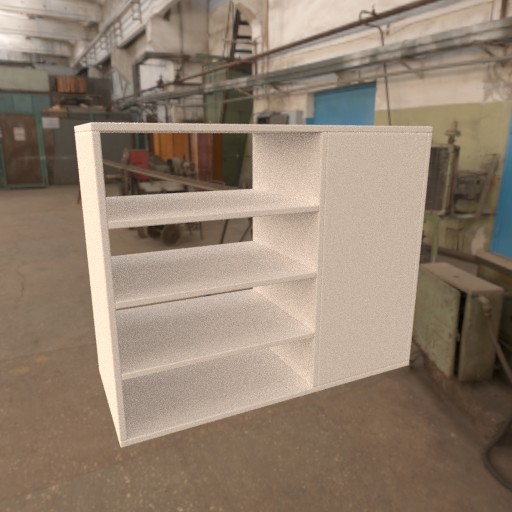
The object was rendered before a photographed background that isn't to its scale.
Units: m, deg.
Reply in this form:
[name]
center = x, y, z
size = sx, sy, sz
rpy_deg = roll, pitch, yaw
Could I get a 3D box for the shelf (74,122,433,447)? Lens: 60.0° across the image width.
[shelf]
center = 0.000, 0.000, 1.303
size = 0.895, 0.732, 0.396
rpy_deg = -7, 17, -25
